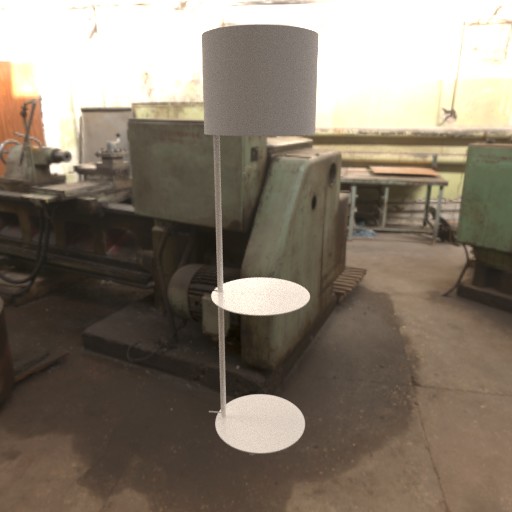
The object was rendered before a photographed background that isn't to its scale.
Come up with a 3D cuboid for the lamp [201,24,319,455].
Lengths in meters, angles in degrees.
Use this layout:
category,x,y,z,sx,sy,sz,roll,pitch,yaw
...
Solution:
category,x,y,z,sx,sy,sz,roll,pitch,yaw
lamp,0.000,0.000,1.629,0.405,1.465,0.372,4,18,11
